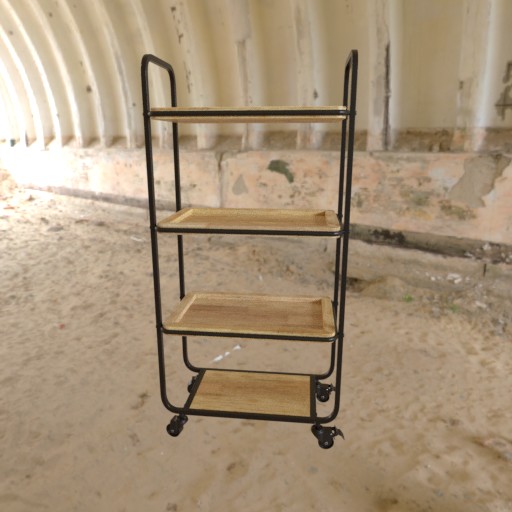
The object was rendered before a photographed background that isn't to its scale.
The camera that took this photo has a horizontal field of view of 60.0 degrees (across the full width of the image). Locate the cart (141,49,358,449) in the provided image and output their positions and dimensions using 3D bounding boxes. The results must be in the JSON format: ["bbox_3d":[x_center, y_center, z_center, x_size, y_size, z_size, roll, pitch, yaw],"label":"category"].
[{"bbox_3d":[0.000,0.000,1.303,0.545,1.080,0.321,2,15,6],"label":"cart"}]
